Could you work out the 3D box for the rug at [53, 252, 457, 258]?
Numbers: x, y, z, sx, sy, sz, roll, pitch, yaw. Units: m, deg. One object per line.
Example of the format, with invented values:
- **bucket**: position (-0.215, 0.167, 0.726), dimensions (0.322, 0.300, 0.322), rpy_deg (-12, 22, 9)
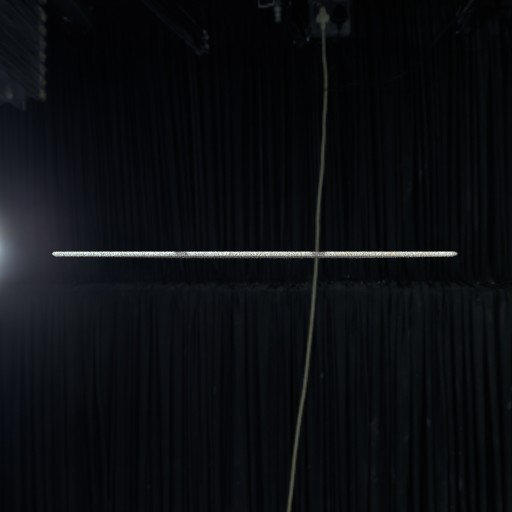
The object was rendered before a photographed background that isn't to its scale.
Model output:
- **rug**: position (0.000, 0.000, 4.091), dimensions (2.399, 0.026, 3.000), rpy_deg (0, 0, 0)
